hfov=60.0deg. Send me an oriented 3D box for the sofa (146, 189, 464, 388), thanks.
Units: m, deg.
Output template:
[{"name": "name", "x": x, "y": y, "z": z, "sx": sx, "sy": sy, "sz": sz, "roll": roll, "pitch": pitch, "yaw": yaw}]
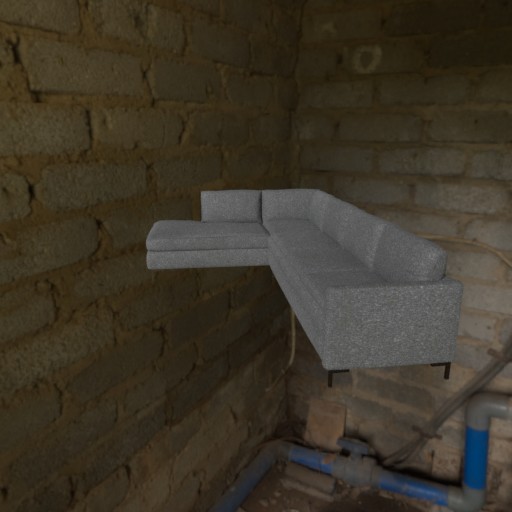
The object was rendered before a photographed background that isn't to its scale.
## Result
[{"name": "sofa", "x": 0.000, "y": 0.000, "z": 3.803, "sx": 2.007, "sy": 0.815, "sz": 2.949, "roll": -2, "pitch": 16, "yaw": -7}]
